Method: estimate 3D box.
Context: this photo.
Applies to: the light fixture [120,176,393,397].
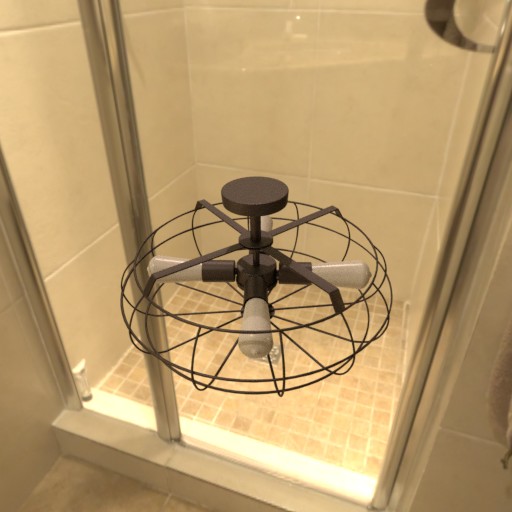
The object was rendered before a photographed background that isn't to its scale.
[{"bbox_3d":[0.000,0.000,0.946,0.582,0.311,0.582,0,32,0],"label":"light fixture"}]
